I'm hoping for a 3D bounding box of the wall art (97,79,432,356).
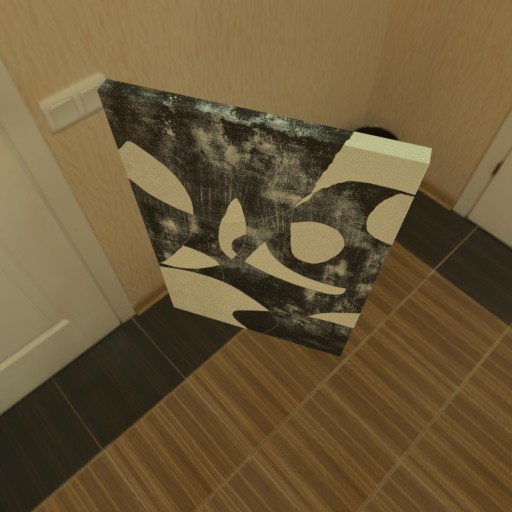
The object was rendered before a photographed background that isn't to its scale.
[{"bbox_3d":[0.000,0.000,1.171,0.610,0.915,0.041,15,59,9],"label":"wall art"}]
